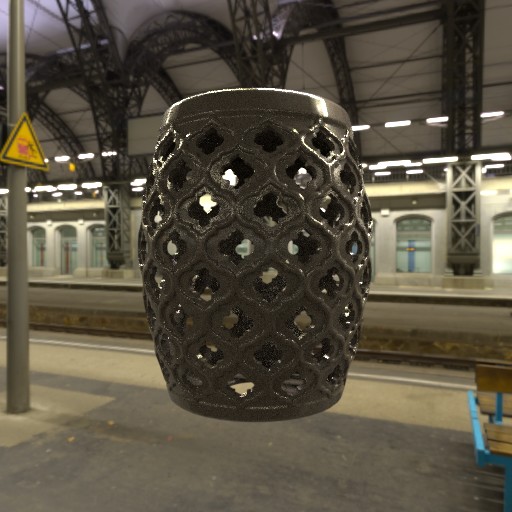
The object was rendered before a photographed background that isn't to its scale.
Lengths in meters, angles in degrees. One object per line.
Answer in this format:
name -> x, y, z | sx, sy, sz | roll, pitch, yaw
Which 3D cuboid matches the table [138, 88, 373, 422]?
table -> 0.000, 0.000, 0.633 | 0.325, 0.388, 0.325 | 0, 0, 0
